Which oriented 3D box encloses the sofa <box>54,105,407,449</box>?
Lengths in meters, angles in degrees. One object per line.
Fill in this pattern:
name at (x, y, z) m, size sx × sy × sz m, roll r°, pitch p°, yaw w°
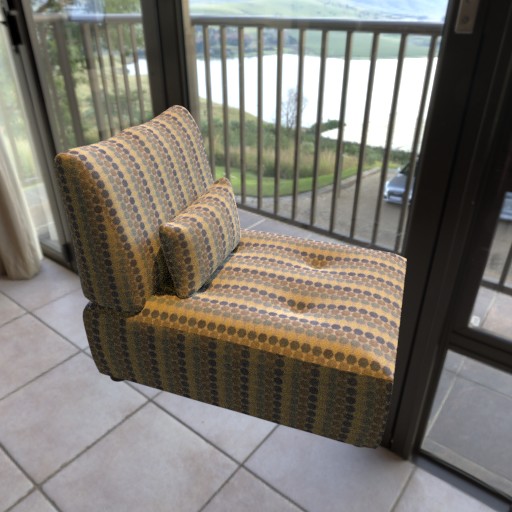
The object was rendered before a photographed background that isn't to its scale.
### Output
sofa at (0.000, 0.000, 1.521) m, size 1.000 × 0.820 × 0.700 m, roll 10°, pitch 32°, yaw 17°
